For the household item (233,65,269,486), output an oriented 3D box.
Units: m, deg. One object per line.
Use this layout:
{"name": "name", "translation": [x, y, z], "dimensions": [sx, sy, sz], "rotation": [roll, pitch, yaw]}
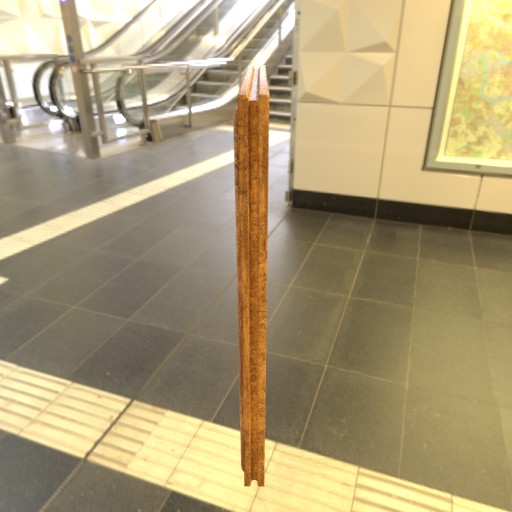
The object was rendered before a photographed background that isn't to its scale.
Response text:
{"name": "household item", "translation": [0.000, 0.000, 0.313], "dimensions": [0.018, 0.237, 0.186], "rotation": [0, 27, 0]}
